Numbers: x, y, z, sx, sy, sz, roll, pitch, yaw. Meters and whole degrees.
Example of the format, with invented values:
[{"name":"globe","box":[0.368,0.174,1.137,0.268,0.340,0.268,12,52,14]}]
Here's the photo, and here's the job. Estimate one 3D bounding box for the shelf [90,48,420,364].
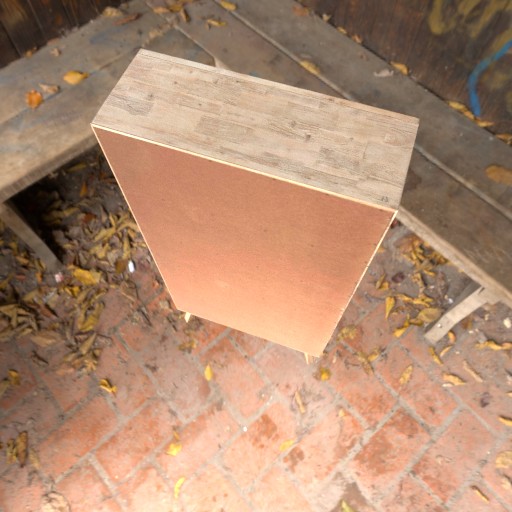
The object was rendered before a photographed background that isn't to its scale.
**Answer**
[{"name":"shelf","box":[0.000,0.000,1.728,0.748,1.471,0.308,17,65,8]}]
